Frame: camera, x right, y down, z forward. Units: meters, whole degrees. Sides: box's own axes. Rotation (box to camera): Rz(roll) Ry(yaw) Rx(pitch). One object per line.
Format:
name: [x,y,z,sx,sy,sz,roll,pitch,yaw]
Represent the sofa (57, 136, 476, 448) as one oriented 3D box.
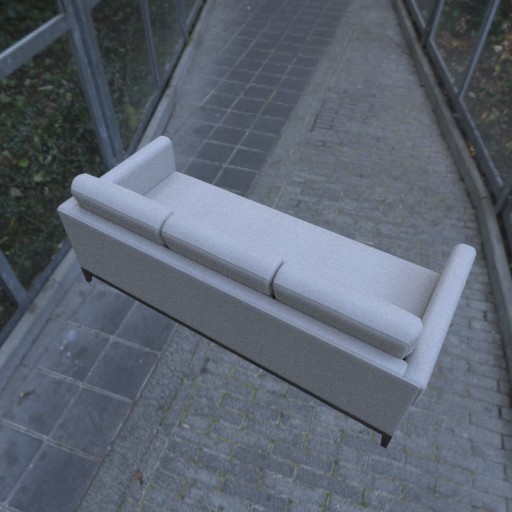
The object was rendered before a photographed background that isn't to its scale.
sofa: [0.000,0.000,2.655,2.210,0.838,0.959,24,51,21]
